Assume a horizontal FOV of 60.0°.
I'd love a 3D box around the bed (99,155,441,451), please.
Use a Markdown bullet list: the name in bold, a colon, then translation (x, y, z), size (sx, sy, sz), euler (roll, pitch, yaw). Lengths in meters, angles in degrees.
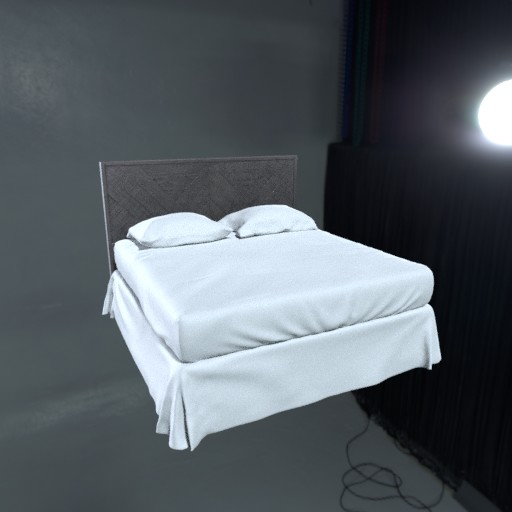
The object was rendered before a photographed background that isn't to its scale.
- **bed**: translation (0.000, 0.000, 2.875), size (1.772, 1.142, 1.785), euler (-8, 18, -26)
